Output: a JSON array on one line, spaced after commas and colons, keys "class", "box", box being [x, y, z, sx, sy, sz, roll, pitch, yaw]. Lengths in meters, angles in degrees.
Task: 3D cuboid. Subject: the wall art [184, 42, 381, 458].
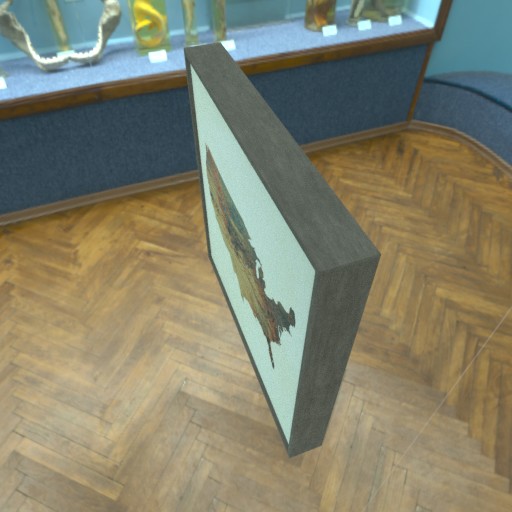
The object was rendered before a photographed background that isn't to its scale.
[{"class": "wall art", "box": [0.000, 0.000, 0.450, 0.038, 0.302, 0.303, -15, 50, -13]}]
